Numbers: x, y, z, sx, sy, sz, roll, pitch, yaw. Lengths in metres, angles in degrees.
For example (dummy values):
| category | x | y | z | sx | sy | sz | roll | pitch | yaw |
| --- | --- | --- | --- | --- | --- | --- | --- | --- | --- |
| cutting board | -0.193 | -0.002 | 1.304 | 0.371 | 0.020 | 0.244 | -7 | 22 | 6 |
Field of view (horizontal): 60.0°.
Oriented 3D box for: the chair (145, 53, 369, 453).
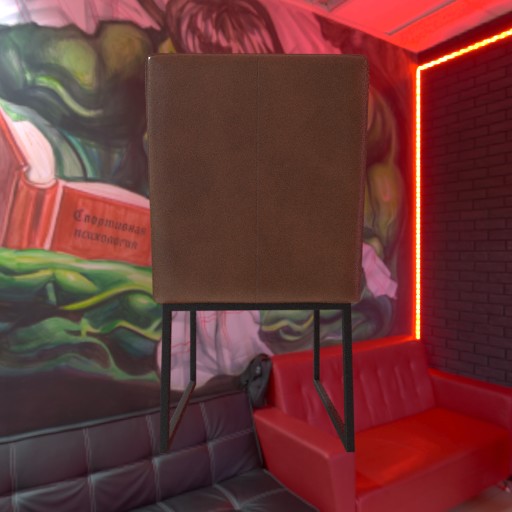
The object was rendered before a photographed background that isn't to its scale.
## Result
| category | x | y | z | sx | sy | sz | roll | pitch | yaw |
| --- | --- | --- | --- | --- | --- | --- | --- | --- | --- |
| chair | 0.000 | 0.000 | 1.301 | 0.520 | 0.930 | 0.634 | 0 | 0 | -1 |
